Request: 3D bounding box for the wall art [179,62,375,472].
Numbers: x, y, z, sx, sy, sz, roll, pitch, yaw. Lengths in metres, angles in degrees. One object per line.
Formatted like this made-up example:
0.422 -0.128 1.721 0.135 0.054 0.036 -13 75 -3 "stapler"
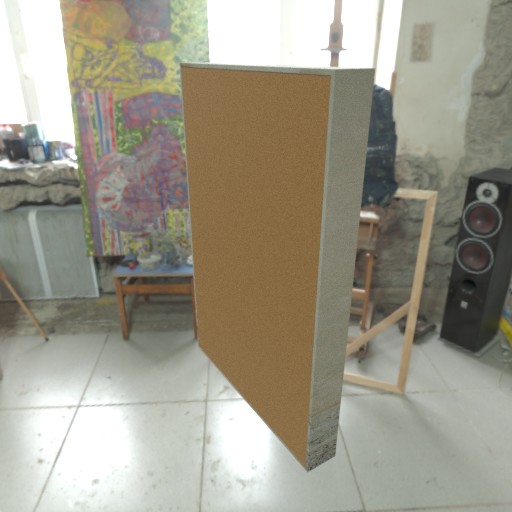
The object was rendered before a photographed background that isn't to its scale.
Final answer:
0.000 0.000 0.481 0.038 0.381 0.254 -15 29 -30 "wall art"
